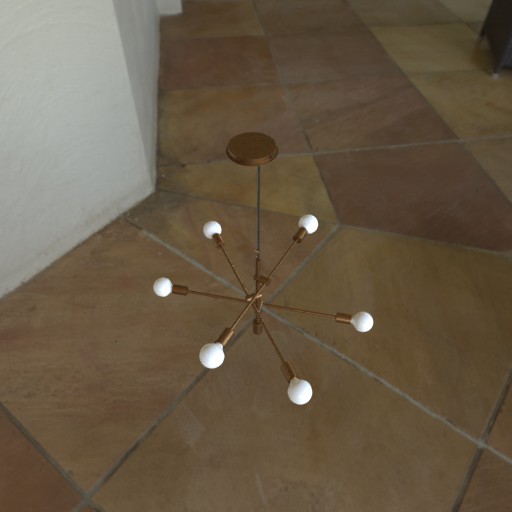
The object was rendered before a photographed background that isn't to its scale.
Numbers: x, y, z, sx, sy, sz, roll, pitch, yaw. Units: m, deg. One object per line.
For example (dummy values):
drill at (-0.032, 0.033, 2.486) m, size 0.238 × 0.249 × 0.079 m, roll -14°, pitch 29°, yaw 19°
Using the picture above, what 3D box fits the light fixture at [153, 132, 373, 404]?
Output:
light fixture at (0.000, 0.000, 1.288) m, size 0.682 × 0.744 × 0.637 m, roll 32°, pitch 55°, yaw 27°
